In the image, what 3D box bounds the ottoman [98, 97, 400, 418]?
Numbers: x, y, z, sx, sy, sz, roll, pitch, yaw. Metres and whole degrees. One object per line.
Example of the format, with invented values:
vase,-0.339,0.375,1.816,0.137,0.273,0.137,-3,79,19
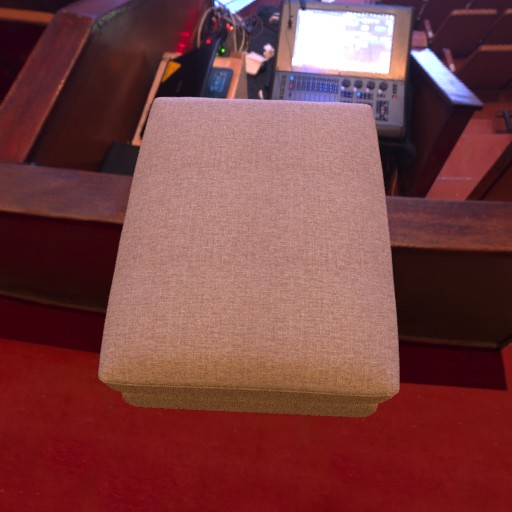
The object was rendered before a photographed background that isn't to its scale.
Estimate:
ottoman,0.000,0.000,1.142,0.584,0.513,0.741,2,63,1
